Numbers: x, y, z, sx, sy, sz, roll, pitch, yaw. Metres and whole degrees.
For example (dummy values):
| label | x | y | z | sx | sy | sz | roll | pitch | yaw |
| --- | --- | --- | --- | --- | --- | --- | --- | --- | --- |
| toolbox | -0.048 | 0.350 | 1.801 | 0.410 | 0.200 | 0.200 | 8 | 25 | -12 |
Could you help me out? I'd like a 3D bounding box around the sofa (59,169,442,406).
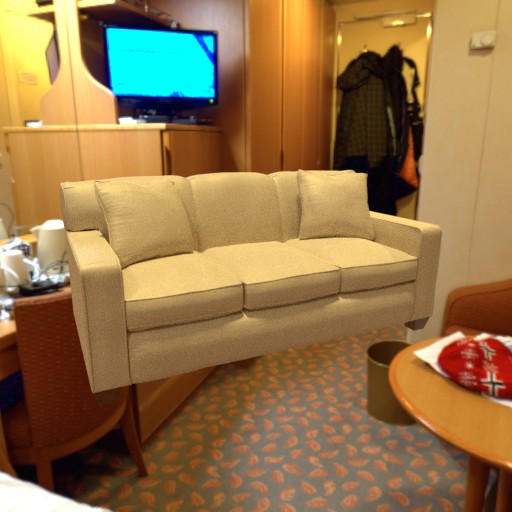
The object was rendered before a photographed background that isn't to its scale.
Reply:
| label | x | y | z | sx | sy | sz | roll | pitch | yaw |
| --- | --- | --- | --- | --- | --- | --- | --- | --- | --- |
| sofa | 0.000 | 0.000 | 2.620 | 2.024 | 0.958 | 0.997 | -7 | 16 | -25 |
